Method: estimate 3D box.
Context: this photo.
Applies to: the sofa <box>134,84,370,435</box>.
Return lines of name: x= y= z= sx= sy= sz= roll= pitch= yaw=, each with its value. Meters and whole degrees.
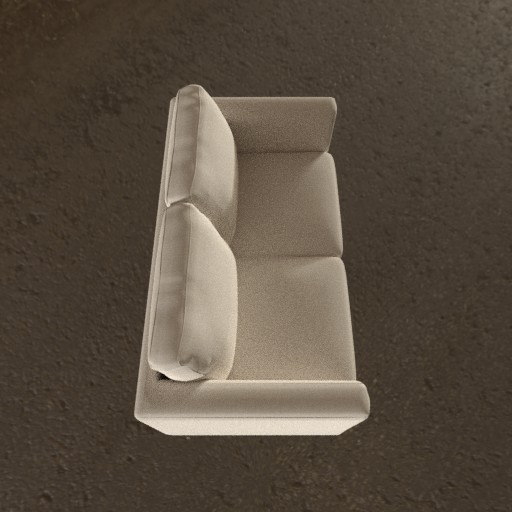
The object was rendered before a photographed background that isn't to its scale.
sofa: x=0.000 y=0.000 z=1.957 sx=0.796 sy=0.908 sz=1.430 roll=0 pitch=63 yaw=0
